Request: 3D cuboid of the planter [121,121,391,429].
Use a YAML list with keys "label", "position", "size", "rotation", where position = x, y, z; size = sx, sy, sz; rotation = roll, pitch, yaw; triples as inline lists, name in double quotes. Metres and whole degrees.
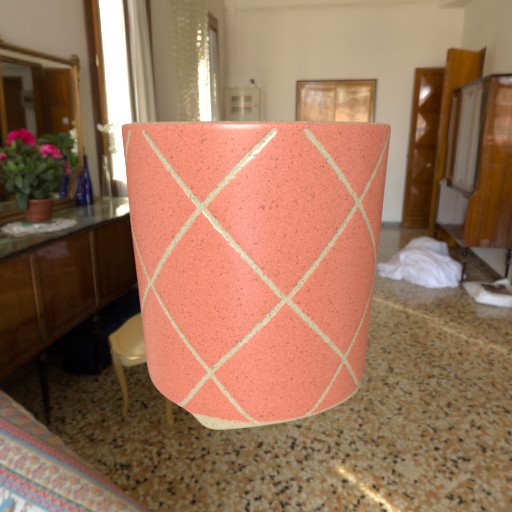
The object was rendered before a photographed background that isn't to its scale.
- label: "planter"
  position: [0.000, 0.000, 0.352]
  size: [0.191, 0.200, 0.191]
  rotation: [0, 15, 0]
